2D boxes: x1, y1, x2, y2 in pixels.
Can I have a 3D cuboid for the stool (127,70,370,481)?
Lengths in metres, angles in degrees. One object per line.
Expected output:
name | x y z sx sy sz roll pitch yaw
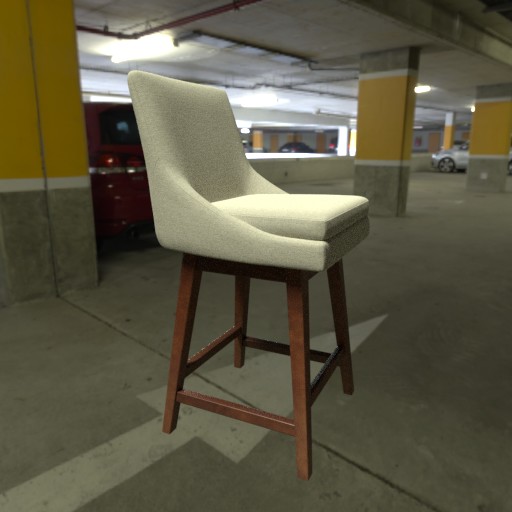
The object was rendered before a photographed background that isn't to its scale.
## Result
stool | 0.000 0.000 1.290 0.559 0.991 0.469 7 15 25
